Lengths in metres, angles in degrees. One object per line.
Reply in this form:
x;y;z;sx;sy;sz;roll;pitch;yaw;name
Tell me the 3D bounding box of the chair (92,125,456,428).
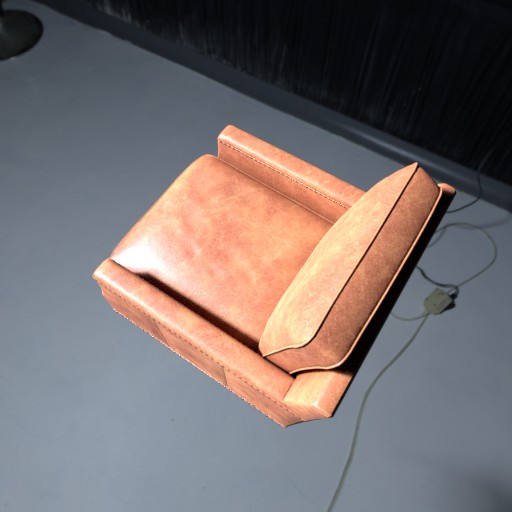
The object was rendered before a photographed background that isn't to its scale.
0.000;0.000;1.693;1.014;0.943;0.853;31;67;15;chair
